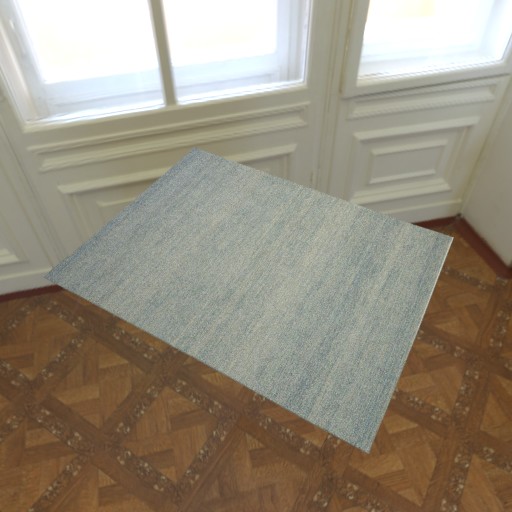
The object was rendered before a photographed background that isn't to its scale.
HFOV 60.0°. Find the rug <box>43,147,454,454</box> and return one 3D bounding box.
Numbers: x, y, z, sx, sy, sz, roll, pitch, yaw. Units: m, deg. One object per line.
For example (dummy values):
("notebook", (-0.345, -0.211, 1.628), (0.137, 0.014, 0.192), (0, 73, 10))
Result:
("rug", (0.000, 0.000, 4.334), (3.237, 0.046, 2.461), (23, 51, 20))
